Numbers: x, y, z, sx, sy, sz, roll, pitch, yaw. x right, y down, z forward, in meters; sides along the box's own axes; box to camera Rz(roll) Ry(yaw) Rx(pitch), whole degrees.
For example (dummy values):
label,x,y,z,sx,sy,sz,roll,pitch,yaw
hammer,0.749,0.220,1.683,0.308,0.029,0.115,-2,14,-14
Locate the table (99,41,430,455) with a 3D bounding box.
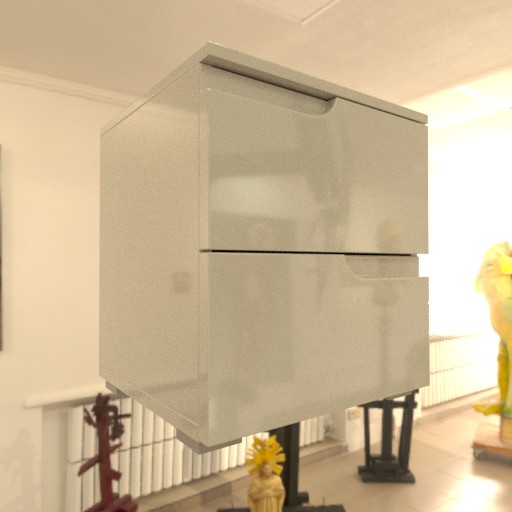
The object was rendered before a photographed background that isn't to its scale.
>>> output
label,x,y,z,sx,sy,sz,roll,pitch,yaw
table,0.000,0.000,0.775,0.420,0.470,0.400,1,-1,-36
